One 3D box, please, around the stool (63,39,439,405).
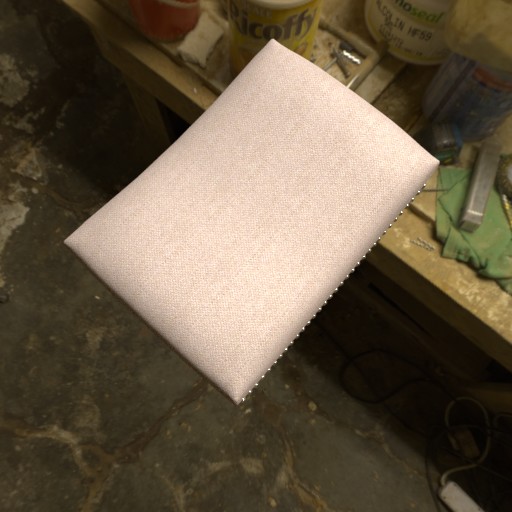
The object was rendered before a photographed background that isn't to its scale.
[{"bbox_3d":[0.000,0.000,1.021,0.372,0.742,0.504,40,79,10],"label":"stool"}]
